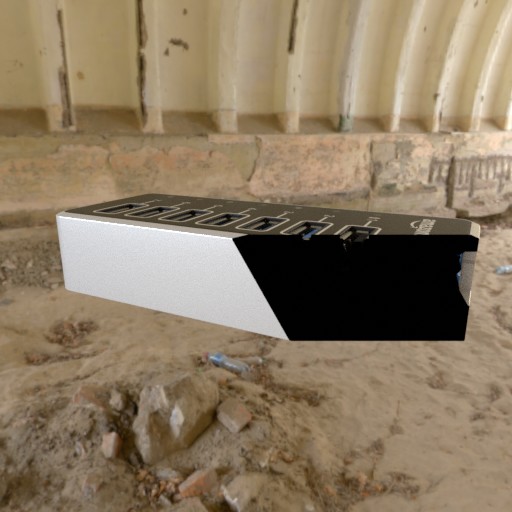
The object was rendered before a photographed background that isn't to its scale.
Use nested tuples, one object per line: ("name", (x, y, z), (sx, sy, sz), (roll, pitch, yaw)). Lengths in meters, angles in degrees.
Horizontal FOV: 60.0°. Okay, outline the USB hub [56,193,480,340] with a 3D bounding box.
("USB hub", (0.000, 0.000, 0.124), (0.110, 0.023, 0.044), (8, 18, 26))
